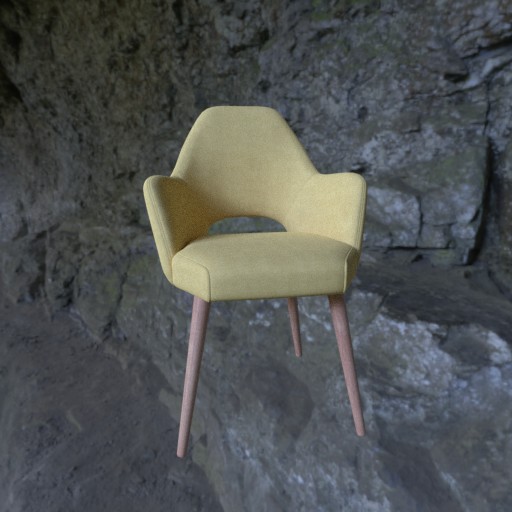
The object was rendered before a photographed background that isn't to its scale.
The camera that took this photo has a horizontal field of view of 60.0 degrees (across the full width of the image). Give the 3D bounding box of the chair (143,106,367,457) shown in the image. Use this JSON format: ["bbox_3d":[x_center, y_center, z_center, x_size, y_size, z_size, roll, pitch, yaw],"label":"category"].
[{"bbox_3d":[0.000,0.000,1.258,0.590,0.840,0.610,-3,15,-10],"label":"chair"}]
